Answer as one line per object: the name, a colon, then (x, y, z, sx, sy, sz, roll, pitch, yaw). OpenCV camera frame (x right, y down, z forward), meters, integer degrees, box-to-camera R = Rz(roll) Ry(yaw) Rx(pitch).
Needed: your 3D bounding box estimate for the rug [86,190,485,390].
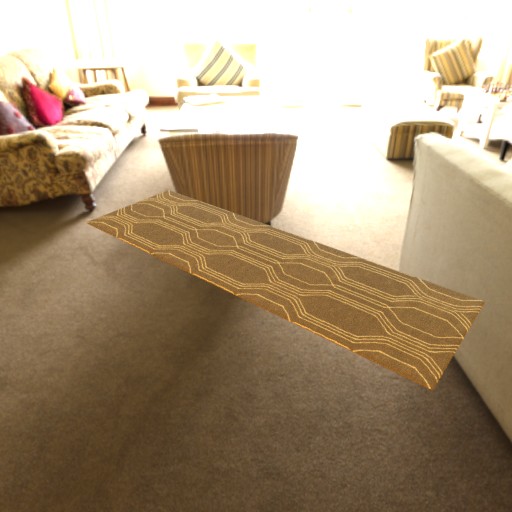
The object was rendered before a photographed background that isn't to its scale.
rug: (0.000, 0.000, 2.727, 2.464, 0.012, 0.773, 22, 37, 33)
